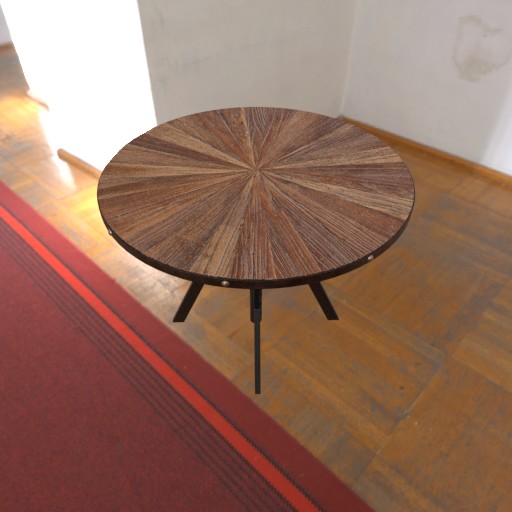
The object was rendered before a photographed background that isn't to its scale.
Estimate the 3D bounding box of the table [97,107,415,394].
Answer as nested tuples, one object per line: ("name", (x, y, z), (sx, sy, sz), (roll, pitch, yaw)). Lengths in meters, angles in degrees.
("table", (0.000, 0.000, 1.492), (0.885, 0.658, 0.885), (0, 42, 0))
